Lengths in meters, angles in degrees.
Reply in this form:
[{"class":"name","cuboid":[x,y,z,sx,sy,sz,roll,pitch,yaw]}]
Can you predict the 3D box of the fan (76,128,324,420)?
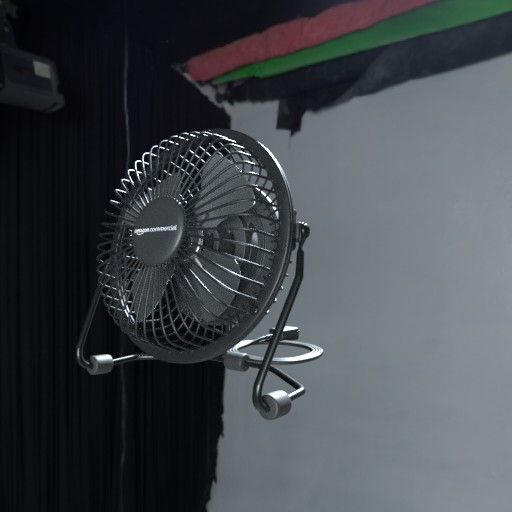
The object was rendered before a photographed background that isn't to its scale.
[{"class":"fan","cuboid":[0.000,0.000,0.312,0.153,0.152,0.202,0,0,35]}]
